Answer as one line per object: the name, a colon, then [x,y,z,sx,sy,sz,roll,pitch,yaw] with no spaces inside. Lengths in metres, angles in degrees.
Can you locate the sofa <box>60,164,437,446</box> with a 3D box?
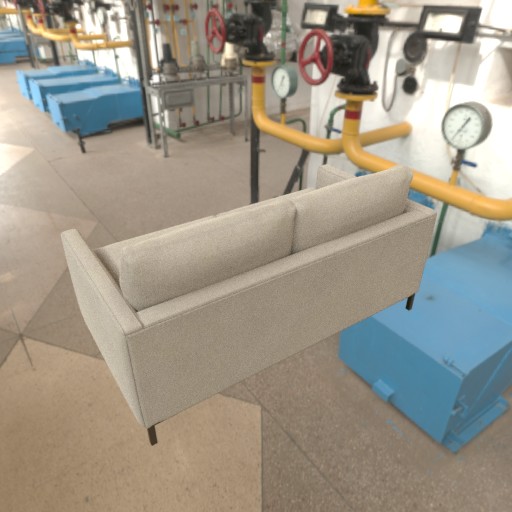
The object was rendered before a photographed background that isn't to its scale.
sofa: [0.000,0.000,2.267,1.682,0.840,0.875,-19,36,-28]
